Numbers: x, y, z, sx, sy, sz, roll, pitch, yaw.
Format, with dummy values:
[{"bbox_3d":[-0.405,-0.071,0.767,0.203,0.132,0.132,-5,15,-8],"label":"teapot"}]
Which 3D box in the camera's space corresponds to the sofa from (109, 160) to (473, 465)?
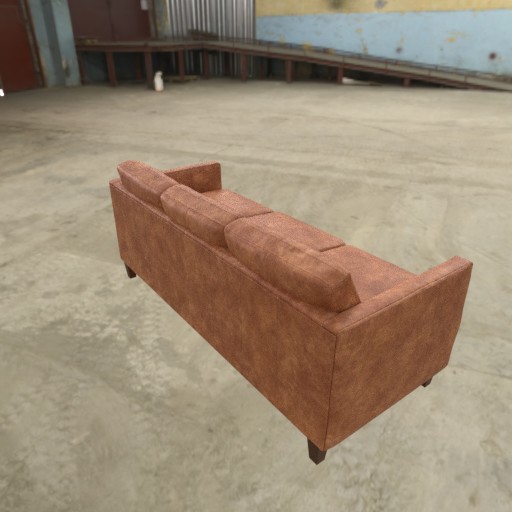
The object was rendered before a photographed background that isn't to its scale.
[{"bbox_3d":[0.000,0.000,2.971,1.045,1.006,2.464,-19,32,-32],"label":"sofa"}]
